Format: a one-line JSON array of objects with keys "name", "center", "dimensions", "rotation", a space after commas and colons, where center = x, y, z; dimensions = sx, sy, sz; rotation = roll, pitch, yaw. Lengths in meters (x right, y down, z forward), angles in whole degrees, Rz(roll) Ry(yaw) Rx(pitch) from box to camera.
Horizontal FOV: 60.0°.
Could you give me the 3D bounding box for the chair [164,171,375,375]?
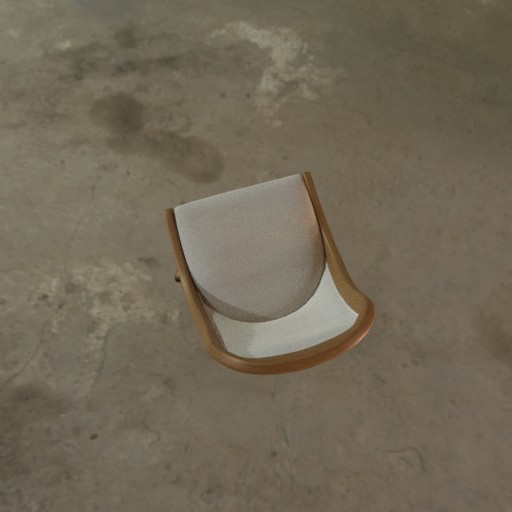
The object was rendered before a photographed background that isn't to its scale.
[{"name": "chair", "center": [0.000, 0.000, 1.555], "dimensions": [0.702, 1.009, 0.811], "rotation": [-16, 76, -4]}]
